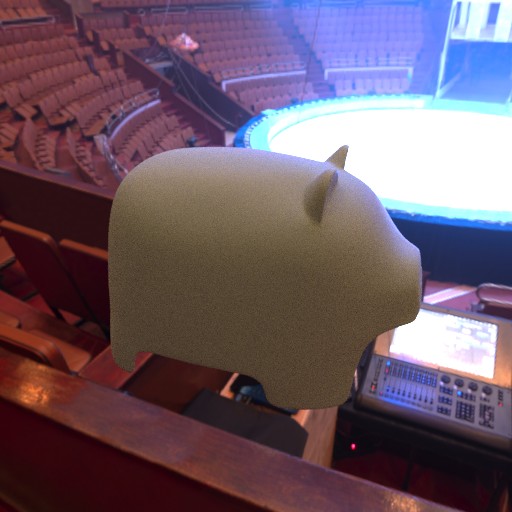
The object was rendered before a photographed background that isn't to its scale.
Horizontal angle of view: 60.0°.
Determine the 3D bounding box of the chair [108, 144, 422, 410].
[{"bbox_3d":[0.000,0.000,0.860,0.619,0.423,0.364,9,31,16],"label":"chair"}]
